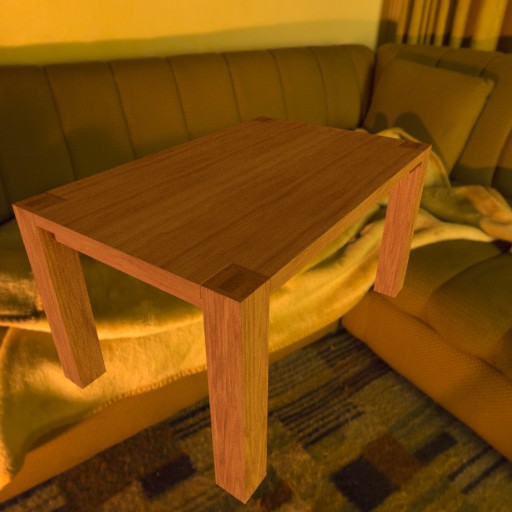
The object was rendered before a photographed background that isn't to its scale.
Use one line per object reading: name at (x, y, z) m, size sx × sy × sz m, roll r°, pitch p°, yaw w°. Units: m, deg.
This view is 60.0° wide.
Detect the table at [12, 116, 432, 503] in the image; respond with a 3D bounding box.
table at (0.000, 0.000, 1.859) m, size 0.900 × 0.760 × 1.400 m, roll 20°, pitch 36°, yaw 29°
